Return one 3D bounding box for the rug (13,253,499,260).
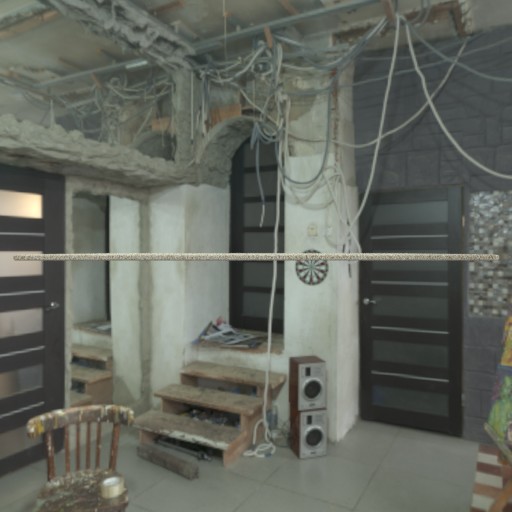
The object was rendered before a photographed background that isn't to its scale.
[{"bbox_3d":[0.000,0.000,2.969,2.438,0.030,1.524,0,1,-1],"label":"rug"}]
